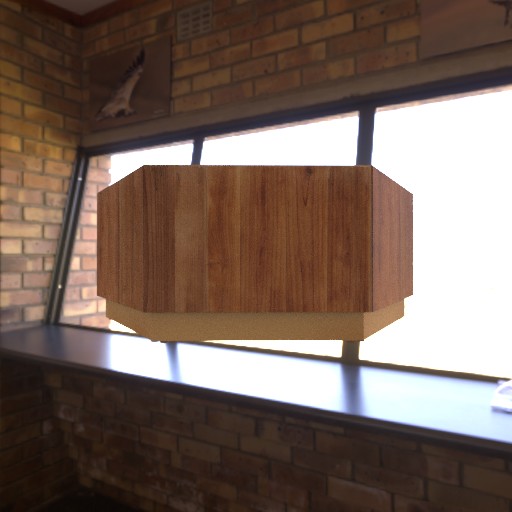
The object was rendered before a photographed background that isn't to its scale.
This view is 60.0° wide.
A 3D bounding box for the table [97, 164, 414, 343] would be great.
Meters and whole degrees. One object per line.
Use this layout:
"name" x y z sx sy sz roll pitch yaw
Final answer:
"table" 0.000 0.000 1.615 1.154 0.456 1.000 0 0 -1
